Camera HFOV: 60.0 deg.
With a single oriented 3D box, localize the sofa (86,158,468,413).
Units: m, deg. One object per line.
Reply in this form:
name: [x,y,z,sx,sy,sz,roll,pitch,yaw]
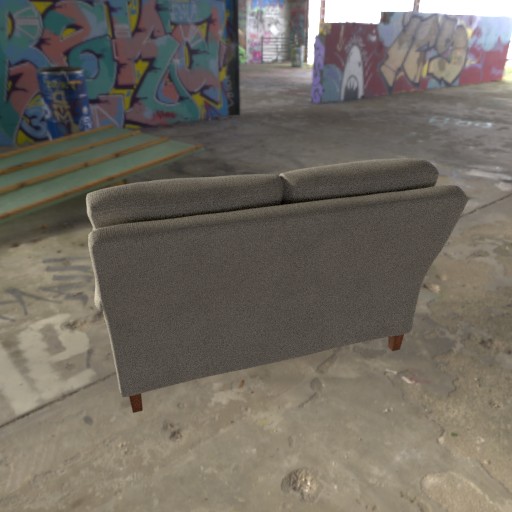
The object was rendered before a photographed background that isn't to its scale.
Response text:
sofa: [0.000,0.000,2.166,1.480,0.999,1.087,-9,28,-16]
